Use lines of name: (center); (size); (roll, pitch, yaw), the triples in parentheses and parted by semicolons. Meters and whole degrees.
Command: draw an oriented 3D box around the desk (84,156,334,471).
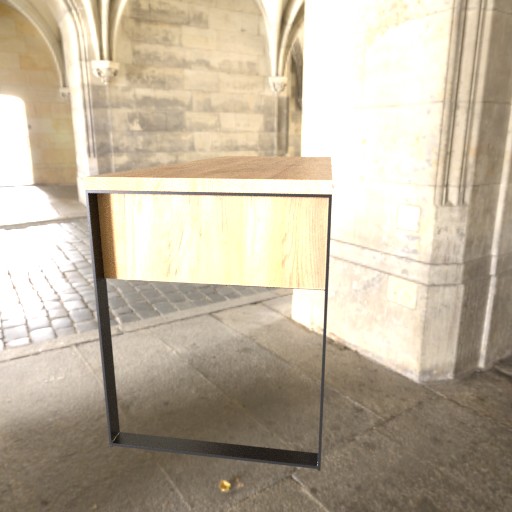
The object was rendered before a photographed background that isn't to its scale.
desk: (0.000, 0.000, 1.847); (0.600, 0.760, 1.520); (2, 15, 9)
